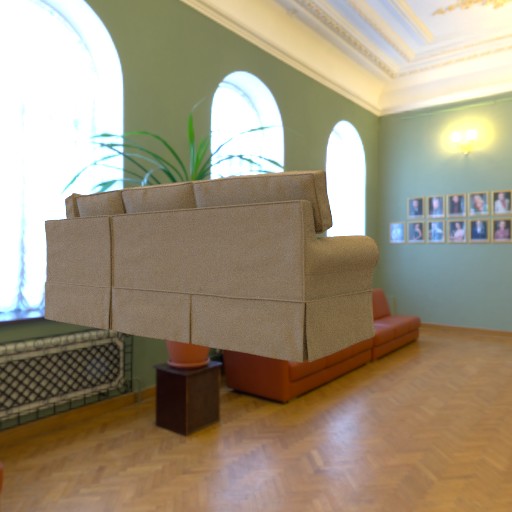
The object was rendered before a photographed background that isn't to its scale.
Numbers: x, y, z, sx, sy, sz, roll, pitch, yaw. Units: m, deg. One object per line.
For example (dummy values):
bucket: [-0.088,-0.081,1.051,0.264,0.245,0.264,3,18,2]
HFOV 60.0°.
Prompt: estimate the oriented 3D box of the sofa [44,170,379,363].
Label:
sofa: [0.000,0.000,4.235,2.730,1.124,2.733,0,1,36]
